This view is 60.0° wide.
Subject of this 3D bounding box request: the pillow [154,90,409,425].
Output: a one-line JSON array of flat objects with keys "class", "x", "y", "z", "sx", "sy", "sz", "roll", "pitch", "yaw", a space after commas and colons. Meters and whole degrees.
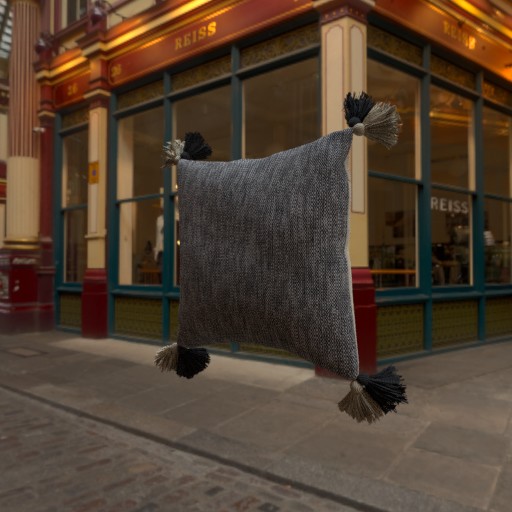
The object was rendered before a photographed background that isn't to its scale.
[{"class": "pillow", "x": 0.000, "y": 0.000, "z": 0.984, "sx": 0.654, "sy": 0.659, "sz": 0.170, "roll": 0, "pitch": -1, "yaw": 35}]
